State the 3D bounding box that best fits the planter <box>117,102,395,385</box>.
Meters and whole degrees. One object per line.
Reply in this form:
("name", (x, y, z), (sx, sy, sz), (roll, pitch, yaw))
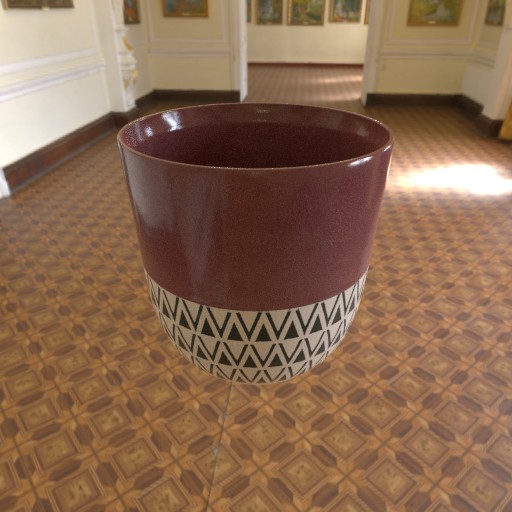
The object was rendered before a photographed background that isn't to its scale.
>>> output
("planter", (0.000, 0.000, 0.374), (0.195, 0.214, 0.195), (0, 29, 0))
